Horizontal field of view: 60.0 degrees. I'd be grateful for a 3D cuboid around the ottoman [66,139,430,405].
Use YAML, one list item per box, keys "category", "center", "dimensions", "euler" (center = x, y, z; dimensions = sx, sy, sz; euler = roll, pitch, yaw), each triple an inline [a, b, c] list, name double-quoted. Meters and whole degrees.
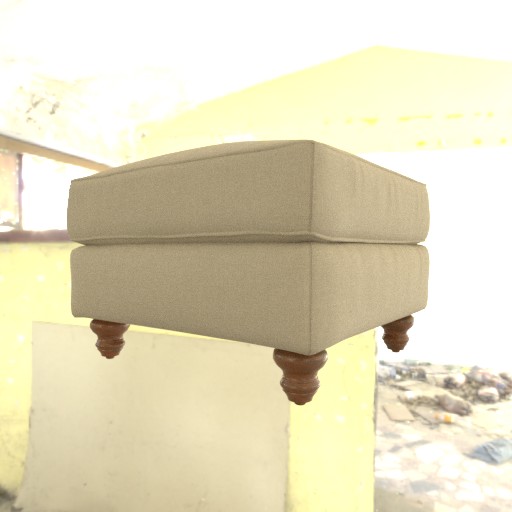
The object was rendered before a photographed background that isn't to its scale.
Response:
- category: "ottoman"
  center: [0.000, 0.000, 1.132]
  dimensions: [0.716, 0.505, 0.662]
  euler: [1, 1, 37]
